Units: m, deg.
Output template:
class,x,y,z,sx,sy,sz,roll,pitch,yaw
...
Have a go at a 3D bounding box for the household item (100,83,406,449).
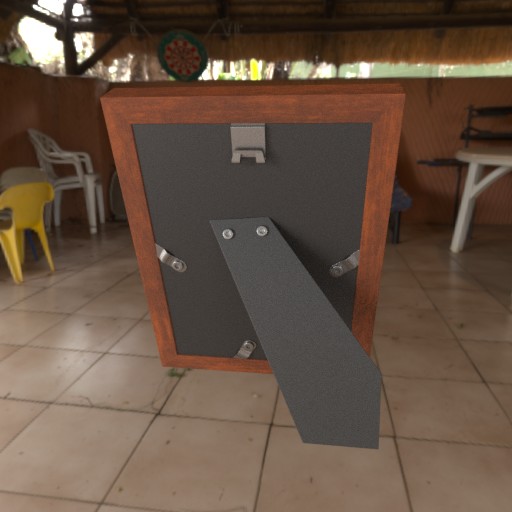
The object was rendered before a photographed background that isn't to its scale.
class,x,y,z,sx,sy,sz,roll,pitch,yaw
household item,0.000,0.000,0.290,0.160,0.204,0.096,2,15,7
